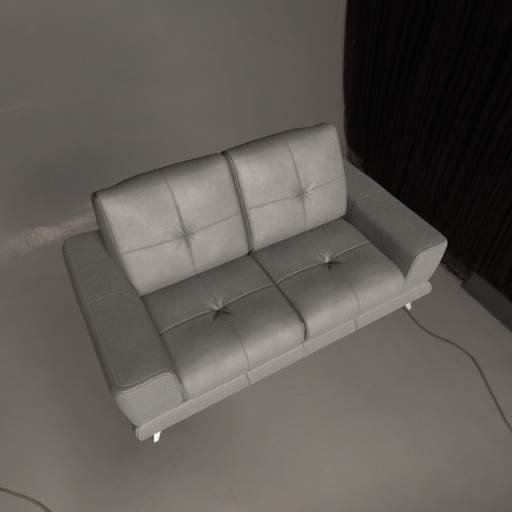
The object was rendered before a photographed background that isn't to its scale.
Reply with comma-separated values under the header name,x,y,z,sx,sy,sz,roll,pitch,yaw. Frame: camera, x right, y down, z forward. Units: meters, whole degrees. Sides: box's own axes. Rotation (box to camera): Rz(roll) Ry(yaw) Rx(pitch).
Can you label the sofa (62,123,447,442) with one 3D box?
name,x,y,z,sx,sy,sz,roll,pitch,yaw
sofa,0.000,0.000,2.352,1.806,0.907,1.018,-22,49,-20
